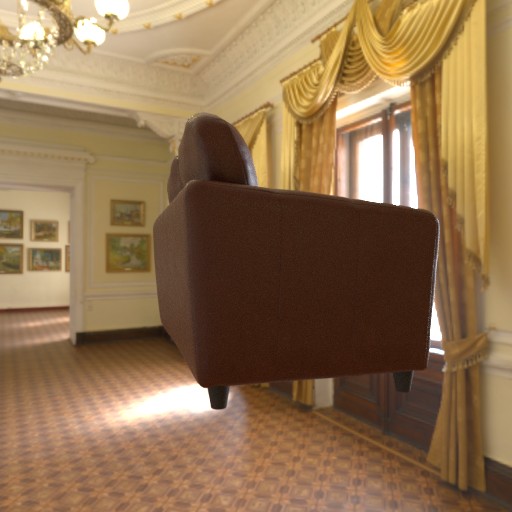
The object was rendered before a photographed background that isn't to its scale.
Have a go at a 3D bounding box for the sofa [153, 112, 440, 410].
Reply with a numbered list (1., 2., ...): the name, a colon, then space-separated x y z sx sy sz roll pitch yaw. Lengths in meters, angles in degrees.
1. sofa: 0.000 0.000 1.935 0.805 0.906 1.406 0 0 -17
